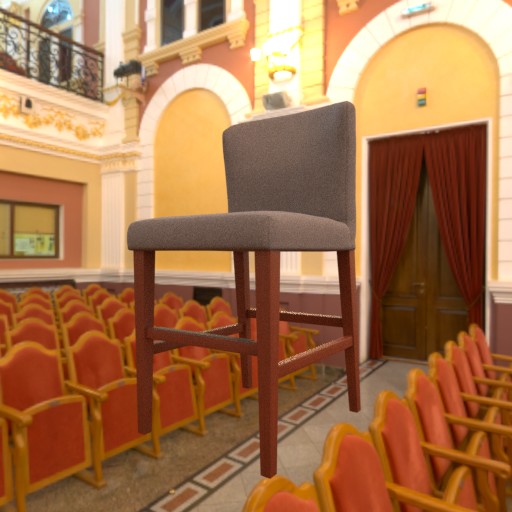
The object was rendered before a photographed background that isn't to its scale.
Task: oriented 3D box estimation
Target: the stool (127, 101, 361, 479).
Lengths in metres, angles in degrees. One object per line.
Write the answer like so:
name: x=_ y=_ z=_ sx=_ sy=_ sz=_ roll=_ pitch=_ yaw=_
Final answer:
stool: x=0.000 y=0.000 z=1.297 sx=0.481 sy=0.968 sz=0.568 roll=0 pitch=1 yaw=35
